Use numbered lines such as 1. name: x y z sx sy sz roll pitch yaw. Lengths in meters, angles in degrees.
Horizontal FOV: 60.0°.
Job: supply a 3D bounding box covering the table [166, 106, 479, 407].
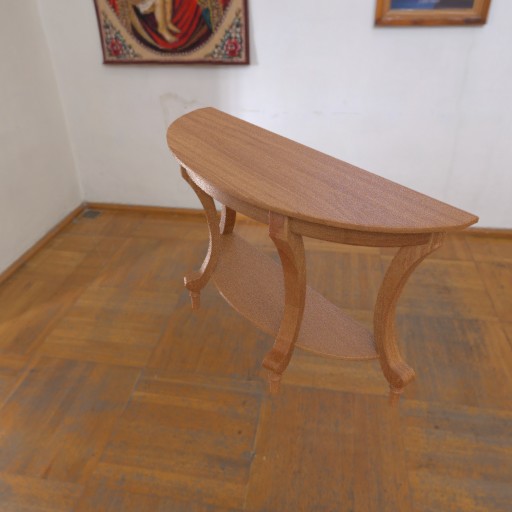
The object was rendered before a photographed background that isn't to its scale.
1. table: 0.000 0.000 1.509 0.394 0.692 1.198 -21 38 -29
